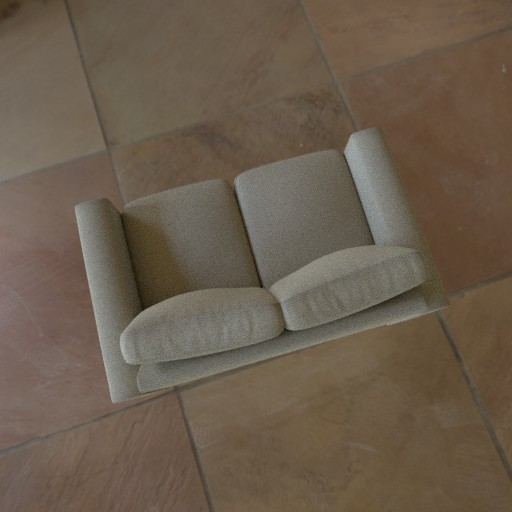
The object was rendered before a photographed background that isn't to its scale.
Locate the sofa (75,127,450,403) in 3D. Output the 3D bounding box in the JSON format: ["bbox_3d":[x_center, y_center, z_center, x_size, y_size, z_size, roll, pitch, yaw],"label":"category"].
[{"bbox_3d":[0.000,0.000,2.247,1.616,0.873,1.016,-15,76,-4],"label":"sofa"}]
